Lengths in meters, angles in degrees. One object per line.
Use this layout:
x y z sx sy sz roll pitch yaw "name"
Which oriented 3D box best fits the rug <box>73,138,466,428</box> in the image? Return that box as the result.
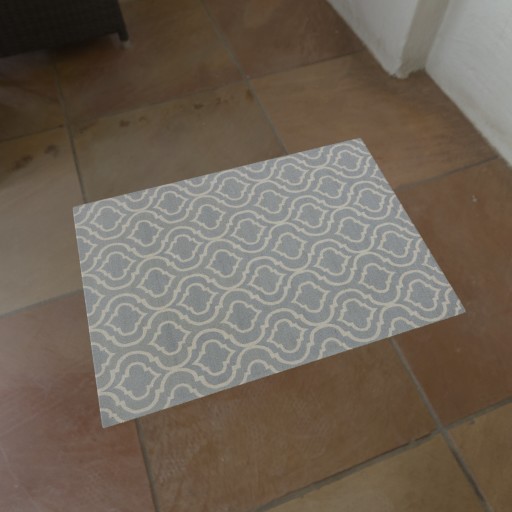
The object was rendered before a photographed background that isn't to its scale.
0.000 0.000 2.740 2.080 0.010 1.451 -15 61 -9 "rug"
